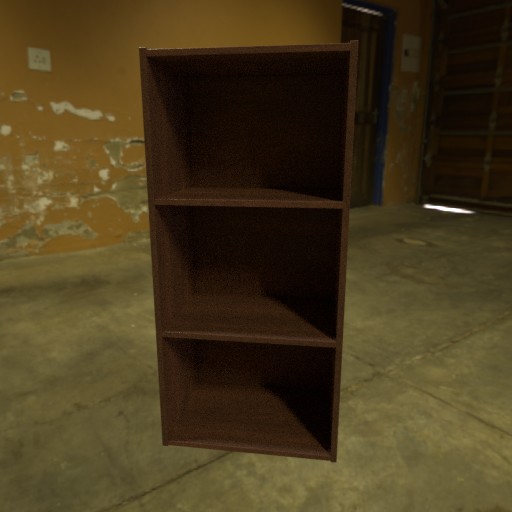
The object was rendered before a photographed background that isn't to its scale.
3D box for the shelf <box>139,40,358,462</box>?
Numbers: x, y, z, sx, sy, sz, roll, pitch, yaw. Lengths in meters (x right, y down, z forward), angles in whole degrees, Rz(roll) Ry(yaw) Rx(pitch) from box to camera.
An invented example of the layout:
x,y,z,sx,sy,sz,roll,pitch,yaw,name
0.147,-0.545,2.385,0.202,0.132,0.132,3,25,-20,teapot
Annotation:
x,y,z,sx,sy,sz,roll,pitch,yaw,name
0.000,0.000,1.065,0.414,0.879,0.290,2,14,8,shelf
